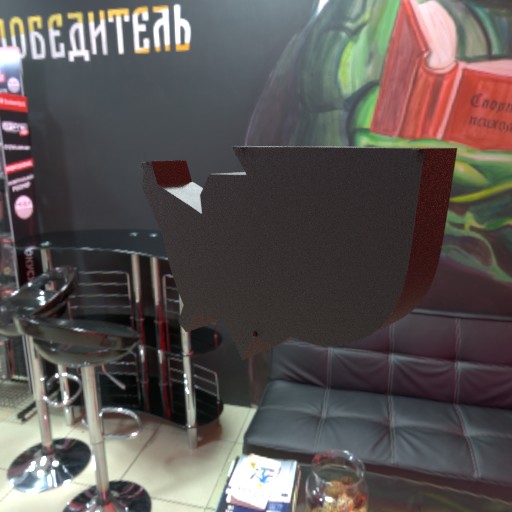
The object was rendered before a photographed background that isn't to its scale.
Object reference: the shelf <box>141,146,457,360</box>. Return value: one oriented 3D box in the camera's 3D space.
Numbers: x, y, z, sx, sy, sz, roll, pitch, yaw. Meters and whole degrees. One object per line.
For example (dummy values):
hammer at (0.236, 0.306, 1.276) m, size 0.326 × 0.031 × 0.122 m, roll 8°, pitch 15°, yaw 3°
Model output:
shelf at (0.000, 0.000, 0.915) m, size 0.112 × 0.439 × 0.729 m, roll -13°, pitch 19°, yaw -42°
